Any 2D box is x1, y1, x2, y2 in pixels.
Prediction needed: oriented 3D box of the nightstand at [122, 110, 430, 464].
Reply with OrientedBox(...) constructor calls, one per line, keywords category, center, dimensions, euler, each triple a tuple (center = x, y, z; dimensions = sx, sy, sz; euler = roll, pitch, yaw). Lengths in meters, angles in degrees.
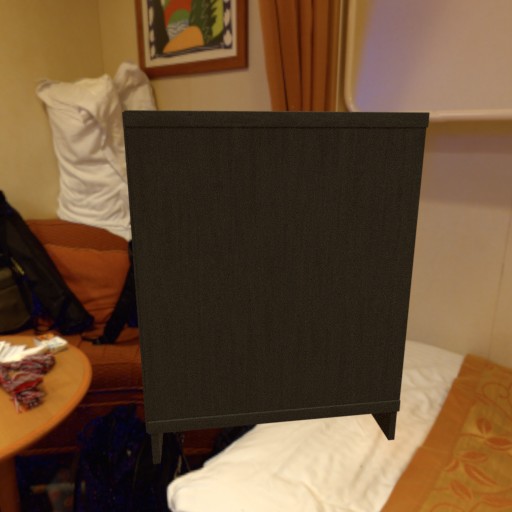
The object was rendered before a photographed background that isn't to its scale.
OrientedBox(category="nightstand", center=(0.000, 0.000, 0.753), dimensions=(0.347, 0.448, 0.427), euler=(-2, 15, -8))
